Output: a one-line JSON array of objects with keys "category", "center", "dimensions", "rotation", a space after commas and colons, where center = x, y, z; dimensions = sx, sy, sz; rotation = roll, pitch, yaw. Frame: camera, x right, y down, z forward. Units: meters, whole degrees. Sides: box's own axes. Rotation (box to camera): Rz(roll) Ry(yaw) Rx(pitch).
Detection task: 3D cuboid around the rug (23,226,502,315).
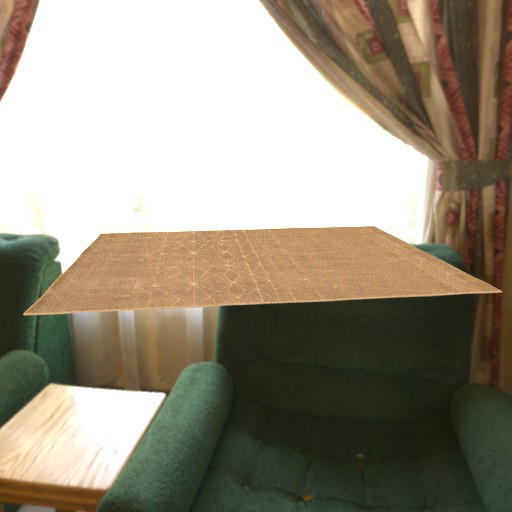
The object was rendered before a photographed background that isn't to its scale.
[{"category": "rug", "center": [0.000, 0.000, 4.228], "dimensions": [3.357, 0.019, 2.449], "rotation": [-2, 16, -7]}]
